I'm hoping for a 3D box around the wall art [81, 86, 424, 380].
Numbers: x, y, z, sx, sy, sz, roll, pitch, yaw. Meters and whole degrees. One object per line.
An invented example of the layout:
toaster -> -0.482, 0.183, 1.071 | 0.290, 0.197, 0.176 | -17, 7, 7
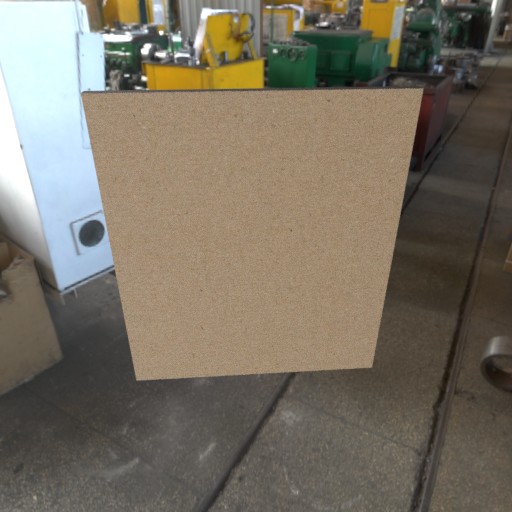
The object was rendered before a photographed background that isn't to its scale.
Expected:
wall art -> 0.000, 0.000, 1.207 | 0.755, 0.863, 0.028 | -2, 31, -4
